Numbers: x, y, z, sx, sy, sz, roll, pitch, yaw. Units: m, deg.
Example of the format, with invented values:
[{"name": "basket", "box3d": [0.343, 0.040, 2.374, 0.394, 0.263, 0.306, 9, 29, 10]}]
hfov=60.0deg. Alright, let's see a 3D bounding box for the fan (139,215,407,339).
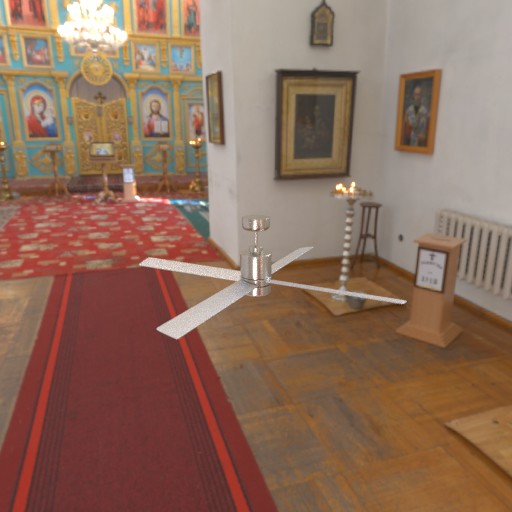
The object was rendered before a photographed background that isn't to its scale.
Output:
[{"name": "fan", "box3d": [0.000, 0.000, 2.003, 1.322, 0.355, 1.322, 8, 17, 26]}]
